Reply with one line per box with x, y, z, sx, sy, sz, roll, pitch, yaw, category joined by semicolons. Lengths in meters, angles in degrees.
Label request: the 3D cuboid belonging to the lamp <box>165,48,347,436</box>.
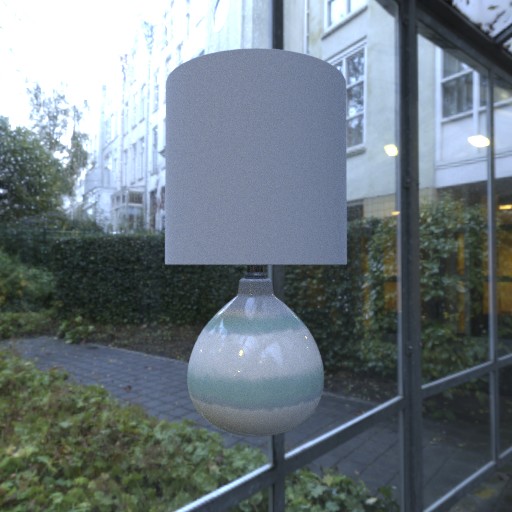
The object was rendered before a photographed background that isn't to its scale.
0.000;0.000;0.539;0.217;0.404;0.217;1;-1;-36;lamp
